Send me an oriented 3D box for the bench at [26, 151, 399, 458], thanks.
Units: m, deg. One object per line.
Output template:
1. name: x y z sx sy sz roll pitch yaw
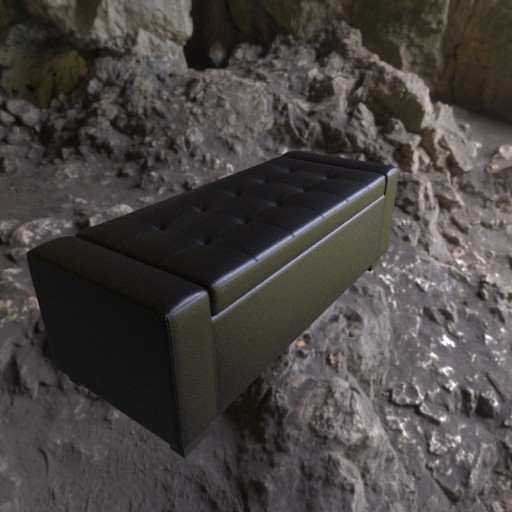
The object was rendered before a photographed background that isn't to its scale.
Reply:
1. bench: 0.000 0.000 1.533 0.508 0.445 1.296 18 32 31
